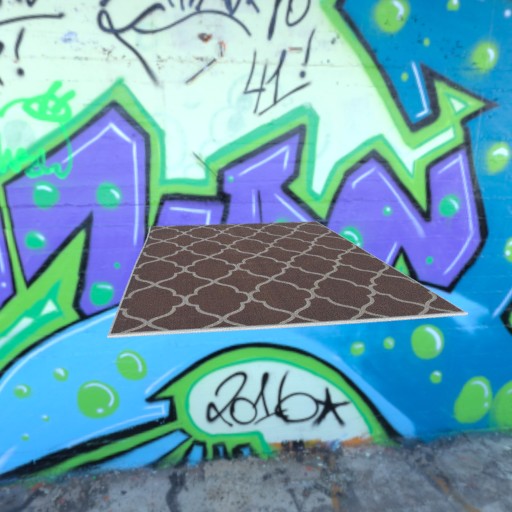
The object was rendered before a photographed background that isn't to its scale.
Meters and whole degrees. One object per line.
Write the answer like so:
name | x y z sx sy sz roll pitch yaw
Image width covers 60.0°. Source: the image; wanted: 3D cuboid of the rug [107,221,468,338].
rug | 0.000 0.000 2.908 1.528 0.014 2.294 -2 15 -9
